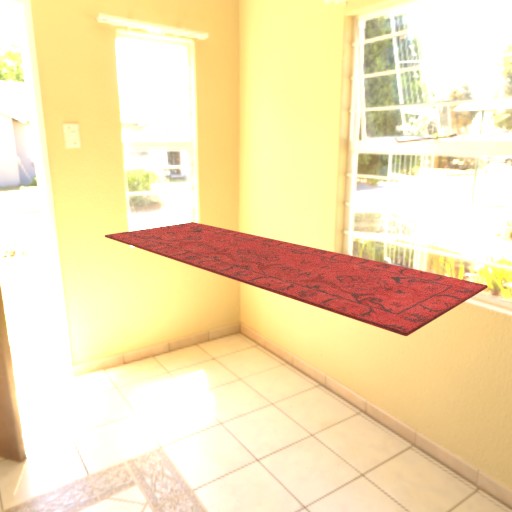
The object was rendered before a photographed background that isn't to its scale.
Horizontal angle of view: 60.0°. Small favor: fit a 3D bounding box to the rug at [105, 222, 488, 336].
[{"bbox_3d":[0.000,0.000,2.749,0.813,0.018,2.439,-14,20,-42],"label":"rug"}]
